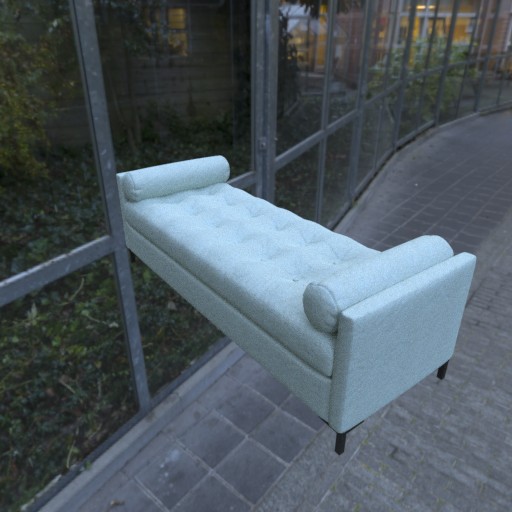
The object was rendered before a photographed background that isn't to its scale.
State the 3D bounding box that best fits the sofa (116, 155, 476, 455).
[{"bbox_3d":[0.000,0.000,2.519,0.796,0.705,2.102,-19,33,-32],"label":"sofa"}]
